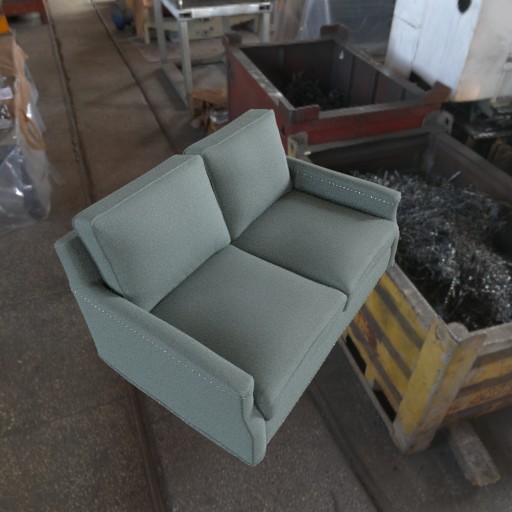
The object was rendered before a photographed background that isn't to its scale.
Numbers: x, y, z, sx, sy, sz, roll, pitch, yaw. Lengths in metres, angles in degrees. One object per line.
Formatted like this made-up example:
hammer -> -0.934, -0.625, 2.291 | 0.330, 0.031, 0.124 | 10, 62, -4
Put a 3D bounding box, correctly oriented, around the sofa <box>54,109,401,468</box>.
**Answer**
sofa -> 0.000, 0.000, 2.341 | 1.084, 1.003, 1.597 | 24, 47, 25
